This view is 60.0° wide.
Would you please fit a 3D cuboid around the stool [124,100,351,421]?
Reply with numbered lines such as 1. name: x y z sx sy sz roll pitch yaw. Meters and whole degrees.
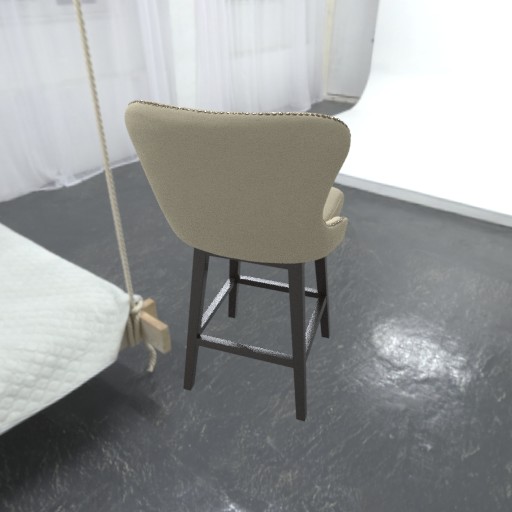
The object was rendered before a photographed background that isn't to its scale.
1. stool: 0.000 0.000 1.338 0.528 0.971 0.593 10 32 16
